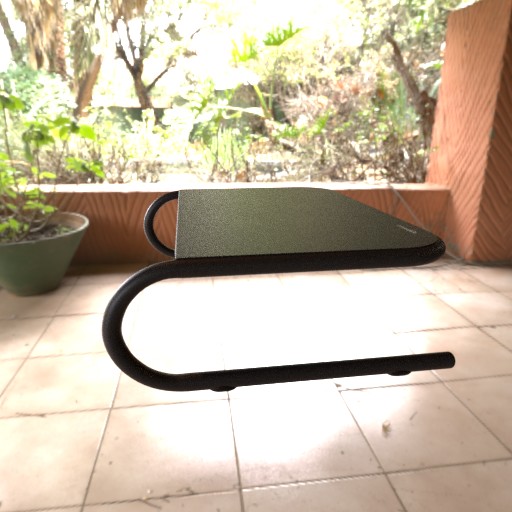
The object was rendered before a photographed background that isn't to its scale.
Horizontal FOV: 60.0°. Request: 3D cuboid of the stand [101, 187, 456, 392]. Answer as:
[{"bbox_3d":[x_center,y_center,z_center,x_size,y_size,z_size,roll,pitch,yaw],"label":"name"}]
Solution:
[{"bbox_3d":[0.000,0.000,0.507,0.280,0.108,0.370,-3,17,-9],"label":"stand"}]
